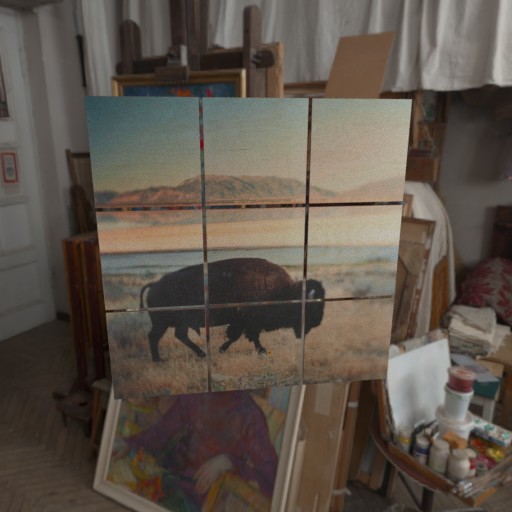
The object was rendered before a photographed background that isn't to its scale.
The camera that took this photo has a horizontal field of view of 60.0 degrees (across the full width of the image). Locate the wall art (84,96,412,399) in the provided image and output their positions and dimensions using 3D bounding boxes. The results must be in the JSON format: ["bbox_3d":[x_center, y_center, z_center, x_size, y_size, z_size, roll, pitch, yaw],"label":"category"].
[{"bbox_3d":[0.000,0.000,2.274,1.533,1.532,0.019,-2,16,-8],"label":"wall art"}]
